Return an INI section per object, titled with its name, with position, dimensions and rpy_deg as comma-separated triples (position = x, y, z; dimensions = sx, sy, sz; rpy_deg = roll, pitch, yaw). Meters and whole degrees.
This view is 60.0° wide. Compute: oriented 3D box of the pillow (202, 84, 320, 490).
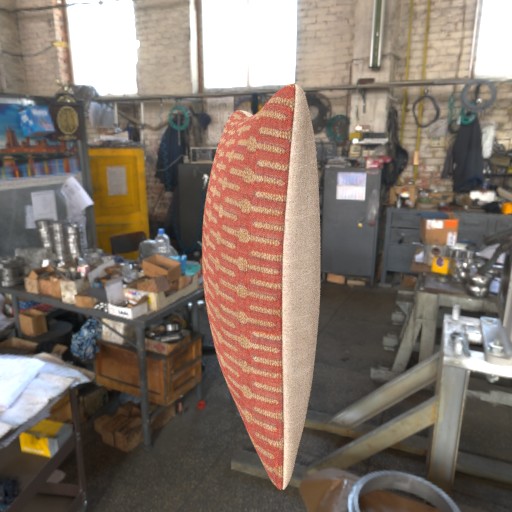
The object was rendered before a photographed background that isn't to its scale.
[pillow]
position = 0.000, 0.000, 0.758
dimensions = 0.182, 0.503, 0.511
rpy_deg = -2, 15, -9
